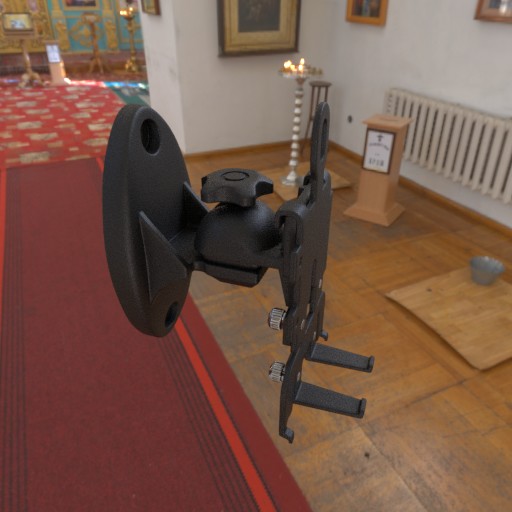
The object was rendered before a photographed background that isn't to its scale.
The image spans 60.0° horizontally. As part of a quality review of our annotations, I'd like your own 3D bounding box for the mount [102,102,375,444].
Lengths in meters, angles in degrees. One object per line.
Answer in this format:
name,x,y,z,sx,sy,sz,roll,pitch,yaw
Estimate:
mount,0.000,0.000,0.173,0.100,0.118,0.066,10,31,17
